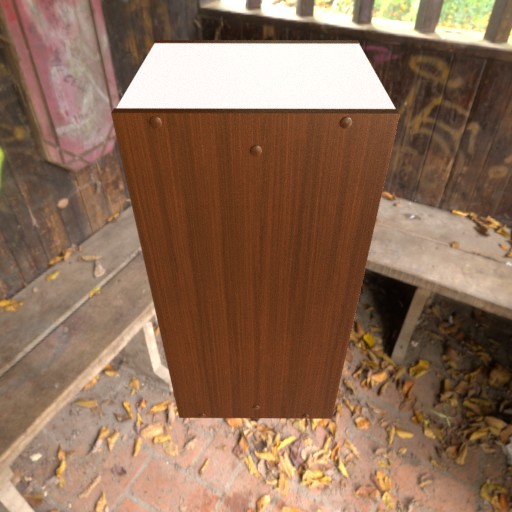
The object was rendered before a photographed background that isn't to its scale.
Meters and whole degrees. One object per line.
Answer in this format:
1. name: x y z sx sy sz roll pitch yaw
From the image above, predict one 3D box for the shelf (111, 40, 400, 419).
1. shelf: 0.000 0.000 0.737 0.290 0.600 0.253 0 41 0
